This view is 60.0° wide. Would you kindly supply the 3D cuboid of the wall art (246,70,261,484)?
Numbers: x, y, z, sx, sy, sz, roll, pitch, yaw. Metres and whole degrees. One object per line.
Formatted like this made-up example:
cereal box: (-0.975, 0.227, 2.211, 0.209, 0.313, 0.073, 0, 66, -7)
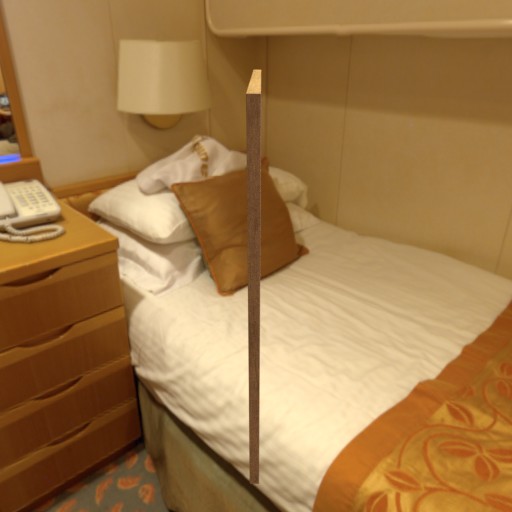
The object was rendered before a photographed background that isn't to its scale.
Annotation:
wall art: (0.000, 0.000, 0.918, 0.018, 0.686, 0.534, 0, 26, 1)
